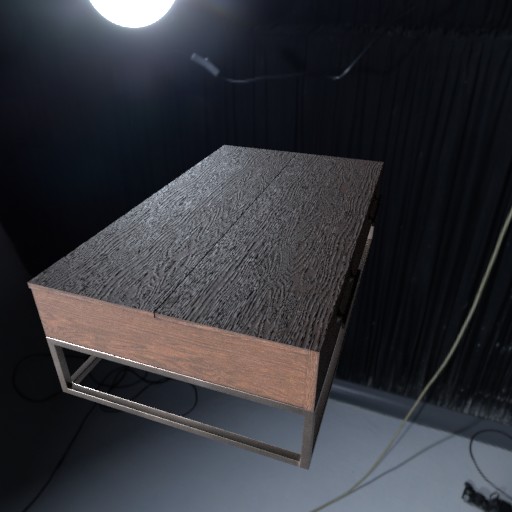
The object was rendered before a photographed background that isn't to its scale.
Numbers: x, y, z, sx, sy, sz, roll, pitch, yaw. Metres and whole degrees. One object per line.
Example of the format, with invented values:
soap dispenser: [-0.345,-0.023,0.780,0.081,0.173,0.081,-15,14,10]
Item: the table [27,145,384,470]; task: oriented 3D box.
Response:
table: [0.000,0.000,1.497,0.719,0.361,1.167,10,32,17]
